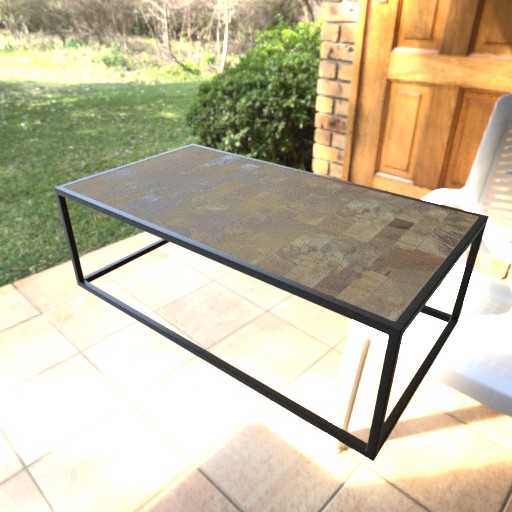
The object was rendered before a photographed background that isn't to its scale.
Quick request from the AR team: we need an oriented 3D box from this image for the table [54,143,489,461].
[{"bbox_3d":[0.000,0.000,1.476,1.199,0.398,0.649,21,36,32],"label":"table"}]
